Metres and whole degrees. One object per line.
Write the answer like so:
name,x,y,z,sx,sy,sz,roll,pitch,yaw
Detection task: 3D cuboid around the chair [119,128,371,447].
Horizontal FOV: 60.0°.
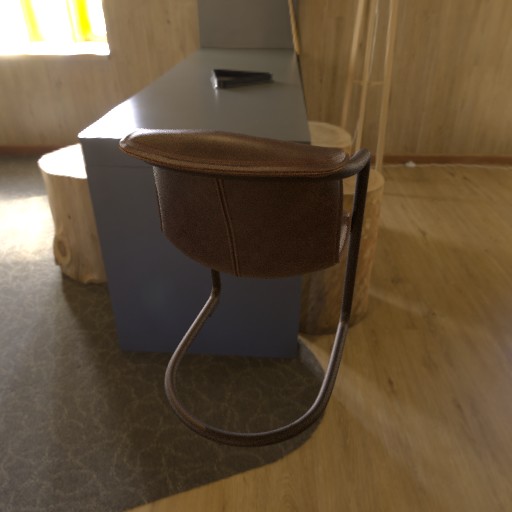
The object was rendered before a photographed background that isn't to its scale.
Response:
chair,0.000,0.000,1.252,0.536,0.836,0.664,10,33,15
